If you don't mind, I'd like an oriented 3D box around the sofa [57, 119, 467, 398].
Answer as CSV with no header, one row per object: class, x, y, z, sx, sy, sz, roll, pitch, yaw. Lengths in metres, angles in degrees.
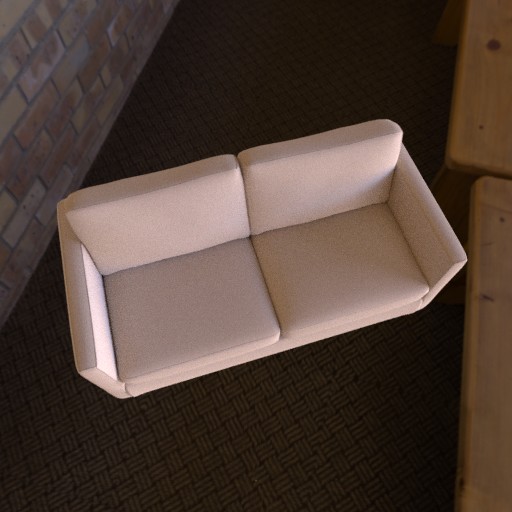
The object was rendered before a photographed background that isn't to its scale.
sofa,0.000,0.000,2.219,1.722,0.888,0.873,-15,64,-7
